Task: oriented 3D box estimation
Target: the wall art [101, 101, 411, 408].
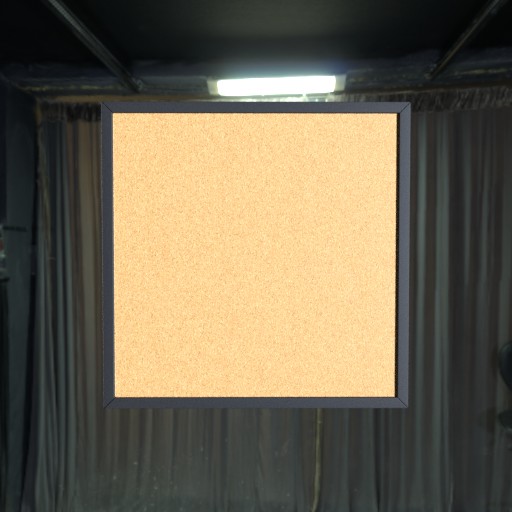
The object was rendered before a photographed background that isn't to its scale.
[{"bbox_3d":[0.000,0.000,0.751,0.508,0.508,0.037,0,1,0],"label":"wall art"}]
